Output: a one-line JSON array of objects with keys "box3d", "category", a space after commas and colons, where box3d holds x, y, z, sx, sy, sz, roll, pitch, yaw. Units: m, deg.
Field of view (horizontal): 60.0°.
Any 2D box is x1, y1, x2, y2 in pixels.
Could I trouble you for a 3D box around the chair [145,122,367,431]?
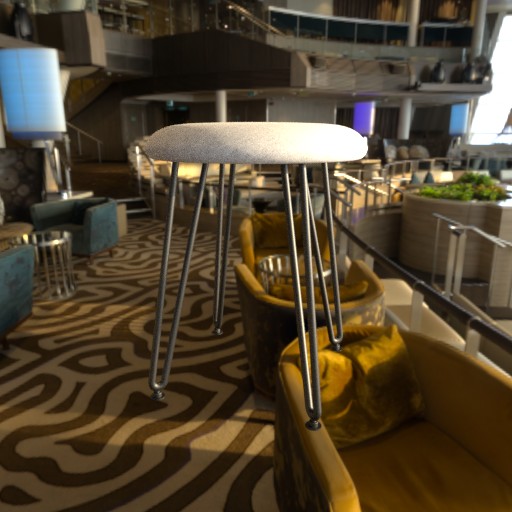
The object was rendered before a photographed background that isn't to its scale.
[{"box3d": [0.000, 0.000, 0.673, 0.350, 0.386, 0.350, -8, 17, -27], "category": "chair"}]
